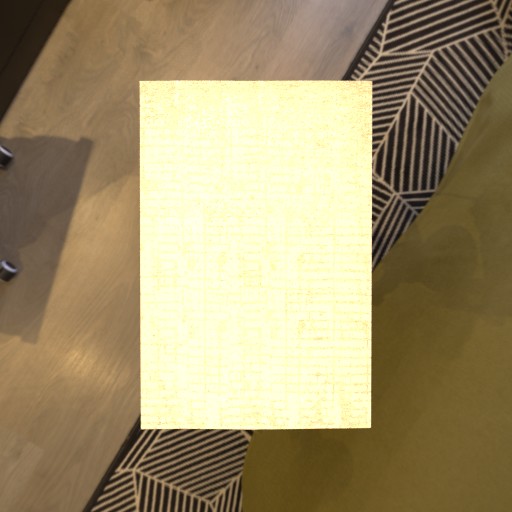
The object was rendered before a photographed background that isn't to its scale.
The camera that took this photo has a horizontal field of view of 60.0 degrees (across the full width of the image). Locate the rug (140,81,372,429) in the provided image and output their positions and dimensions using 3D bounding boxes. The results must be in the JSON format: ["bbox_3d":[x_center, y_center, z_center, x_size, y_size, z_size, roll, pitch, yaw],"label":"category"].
[{"bbox_3d":[0.000,0.000,2.324,1.211,0.007,1.827,0,91,0],"label":"rug"}]
